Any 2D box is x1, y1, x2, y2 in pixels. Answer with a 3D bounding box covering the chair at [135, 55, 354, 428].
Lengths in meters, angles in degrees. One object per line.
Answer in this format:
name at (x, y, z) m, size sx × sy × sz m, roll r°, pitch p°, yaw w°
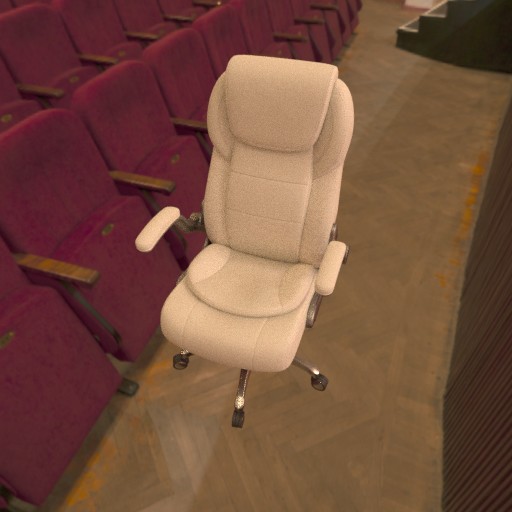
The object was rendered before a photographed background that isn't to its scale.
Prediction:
chair at (0.000, 0.000, 1.797) m, size 0.755 × 1.330 × 0.806 m, roll 13°, pitch 42°, yaw 14°
